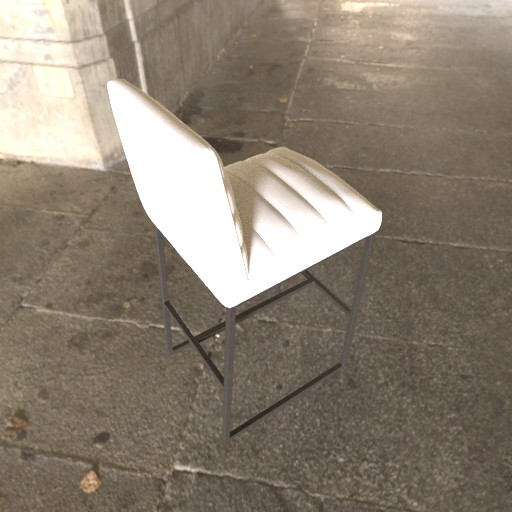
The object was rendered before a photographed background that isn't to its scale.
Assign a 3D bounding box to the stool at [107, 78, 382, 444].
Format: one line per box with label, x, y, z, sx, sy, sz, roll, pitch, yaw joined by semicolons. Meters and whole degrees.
stool;0.000;0.000;1.361;0.573;1.061;0.464;-24;47;-25
